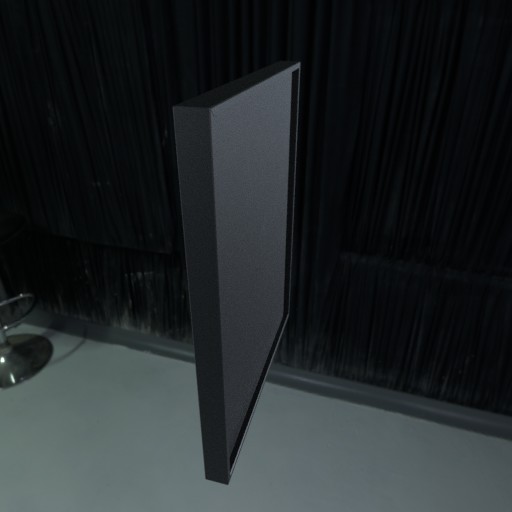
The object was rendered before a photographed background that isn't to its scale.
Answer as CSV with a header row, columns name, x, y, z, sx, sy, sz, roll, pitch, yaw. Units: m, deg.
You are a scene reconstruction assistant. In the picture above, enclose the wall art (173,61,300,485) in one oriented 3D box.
name,x,y,z,sx,sy,sz,roll,pitch,yaw
wall art,0.000,0.000,0.736,0.039,0.555,0.449,8,30,14
